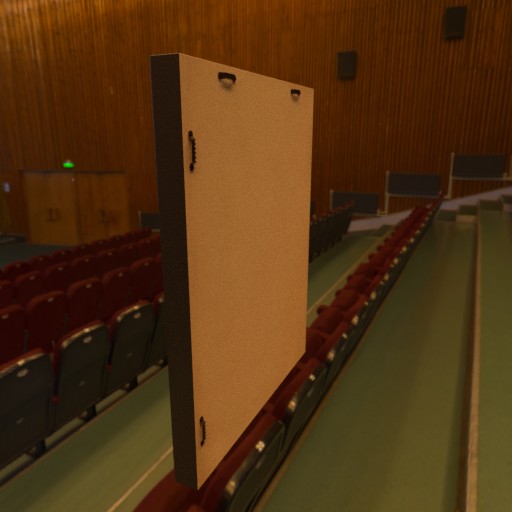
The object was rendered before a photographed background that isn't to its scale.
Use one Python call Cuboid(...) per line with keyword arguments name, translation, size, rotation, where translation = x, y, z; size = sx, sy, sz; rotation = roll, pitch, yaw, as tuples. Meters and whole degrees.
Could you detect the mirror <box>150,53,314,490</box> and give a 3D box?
Cuboid(name="mirror", translation=(0.000, 0.000, 0.673), size=(0.041, 0.508, 0.405), rotation=(7, 17, 24))
